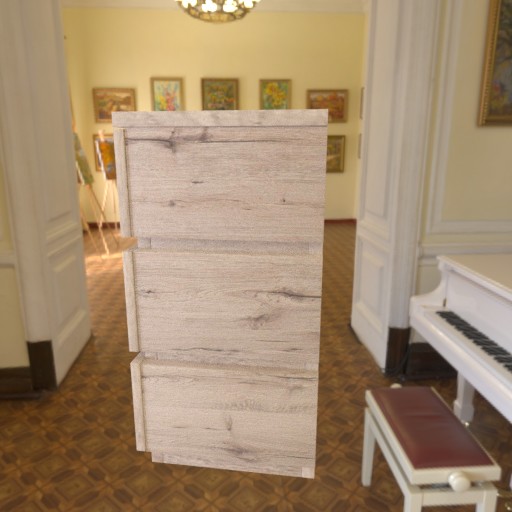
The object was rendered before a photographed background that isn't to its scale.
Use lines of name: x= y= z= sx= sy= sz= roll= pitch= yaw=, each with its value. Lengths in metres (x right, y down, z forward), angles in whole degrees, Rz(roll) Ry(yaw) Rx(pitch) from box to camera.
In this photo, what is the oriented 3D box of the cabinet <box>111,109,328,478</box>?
cabinet: x=0.000 y=0.000 z=1.436 sx=0.420 sy=0.820 sz=1.040 roll=2 pitch=14 yaw=8
